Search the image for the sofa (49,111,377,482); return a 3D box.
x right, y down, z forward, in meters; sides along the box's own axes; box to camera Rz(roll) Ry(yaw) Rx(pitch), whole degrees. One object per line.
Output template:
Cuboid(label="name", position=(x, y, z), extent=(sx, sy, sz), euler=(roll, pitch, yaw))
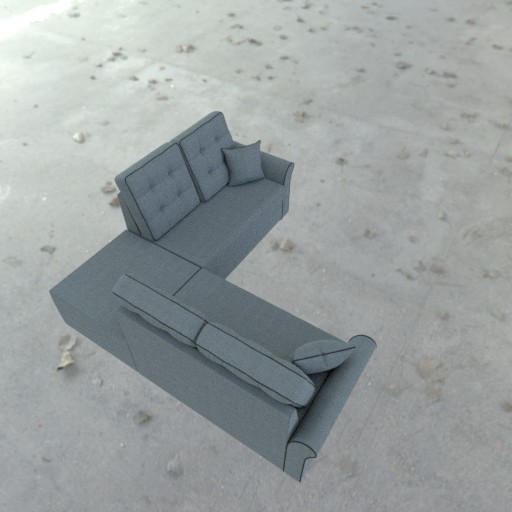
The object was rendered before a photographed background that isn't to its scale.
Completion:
Cuboid(label="sofa", position=(0.000, 0.000, 3.214), extent=(2.068, 0.988, 2.070), euler=(25, 52, 22))
